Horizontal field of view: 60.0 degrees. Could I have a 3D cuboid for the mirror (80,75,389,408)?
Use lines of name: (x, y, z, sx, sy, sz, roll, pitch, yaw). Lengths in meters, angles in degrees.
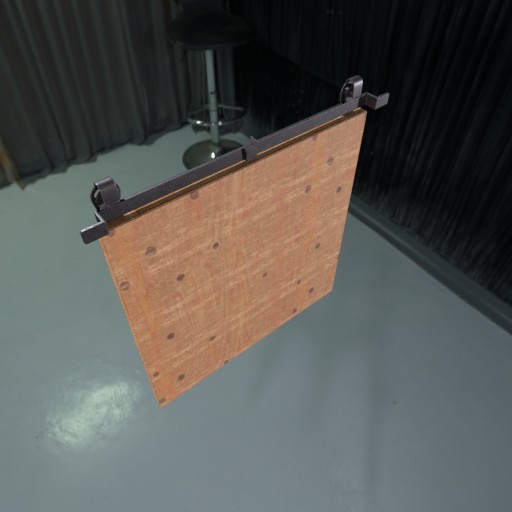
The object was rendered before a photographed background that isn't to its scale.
mirror: (0.000, 0.000, 1.187, 0.805, 0.800, 0.054, -30, 53, -26)
